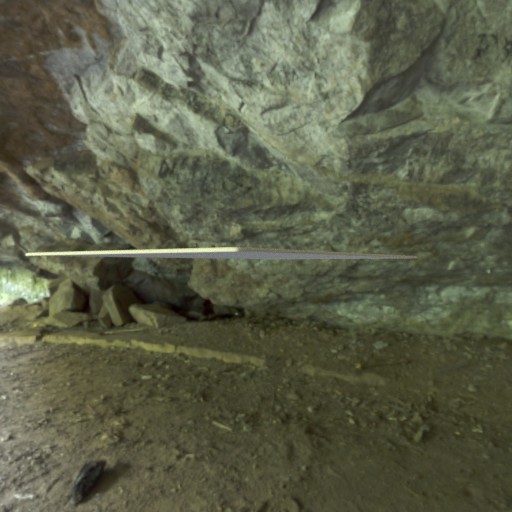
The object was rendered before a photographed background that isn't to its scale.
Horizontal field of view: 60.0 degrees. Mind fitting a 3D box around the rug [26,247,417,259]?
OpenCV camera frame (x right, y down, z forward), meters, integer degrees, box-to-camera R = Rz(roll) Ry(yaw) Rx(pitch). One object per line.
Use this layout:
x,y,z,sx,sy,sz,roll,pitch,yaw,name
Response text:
0.000,0.000,2.133,1.067,0.013,1.676,-1,-1,35,rug
